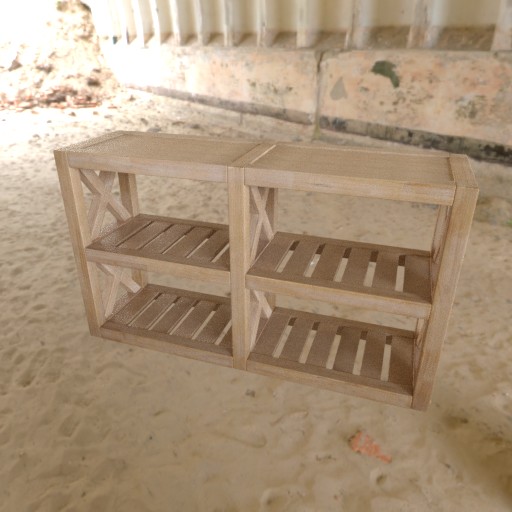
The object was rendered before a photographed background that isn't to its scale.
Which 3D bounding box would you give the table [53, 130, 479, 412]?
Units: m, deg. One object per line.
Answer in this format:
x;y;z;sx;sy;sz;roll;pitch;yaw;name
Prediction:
0.000;0.000;1.626;1.320;0.762;0.381;8;28;17;table
